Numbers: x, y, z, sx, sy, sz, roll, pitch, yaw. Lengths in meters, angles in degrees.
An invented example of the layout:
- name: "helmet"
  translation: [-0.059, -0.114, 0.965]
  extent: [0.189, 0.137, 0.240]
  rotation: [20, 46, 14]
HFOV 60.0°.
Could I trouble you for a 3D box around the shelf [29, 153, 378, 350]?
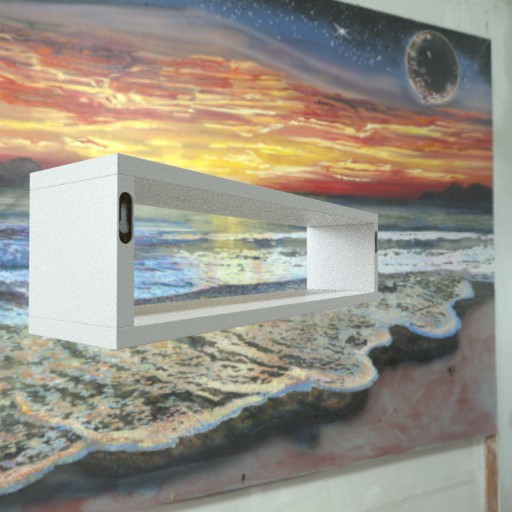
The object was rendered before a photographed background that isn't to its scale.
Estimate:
- name: "shelf"
  translation: [0.000, 0.000, 0.672]
  extent: [0.150, 0.170, 0.610]
  rotation: [-1, -1, 36]
